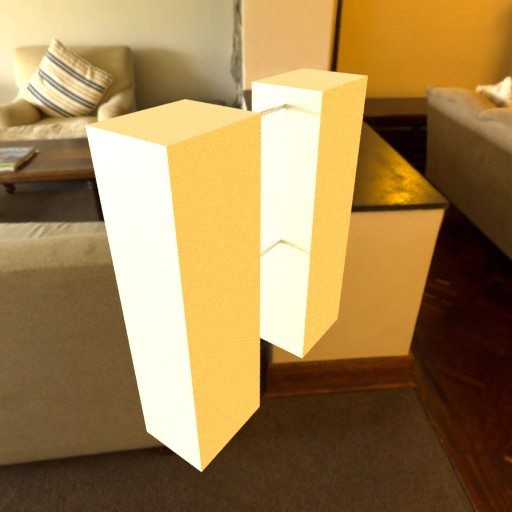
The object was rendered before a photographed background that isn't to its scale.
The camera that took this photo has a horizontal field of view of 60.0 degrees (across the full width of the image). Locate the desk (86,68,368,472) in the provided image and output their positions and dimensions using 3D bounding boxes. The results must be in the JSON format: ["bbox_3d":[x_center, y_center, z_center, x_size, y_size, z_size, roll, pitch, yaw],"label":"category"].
[{"bbox_3d":[0.000,0.000,2.873,0.480,2.000,1.770,21,37,30],"label":"desk"}]
